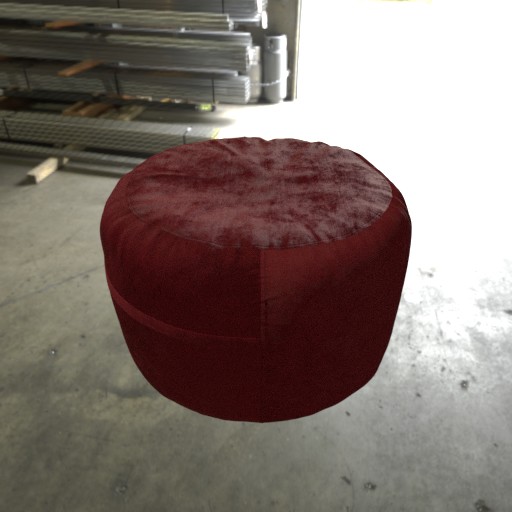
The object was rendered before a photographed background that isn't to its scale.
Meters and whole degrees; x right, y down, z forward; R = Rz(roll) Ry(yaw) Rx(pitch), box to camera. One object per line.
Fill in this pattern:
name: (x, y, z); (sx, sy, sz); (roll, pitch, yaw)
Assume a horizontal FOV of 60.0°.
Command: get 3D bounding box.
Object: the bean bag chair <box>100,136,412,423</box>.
bean bag chair: (0.000, 0.000, 1.894); (1.219, 0.762, 1.219); (0, 35, 0)
